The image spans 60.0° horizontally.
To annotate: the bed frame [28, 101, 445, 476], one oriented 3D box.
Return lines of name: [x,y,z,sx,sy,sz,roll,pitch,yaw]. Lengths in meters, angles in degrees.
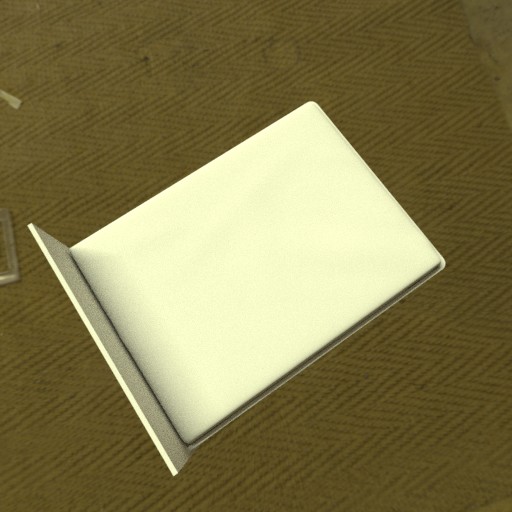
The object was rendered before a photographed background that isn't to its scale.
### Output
bed frame: [0.000,0.000,2.748,1.950,0.800,1.490,-34,78,-8]
